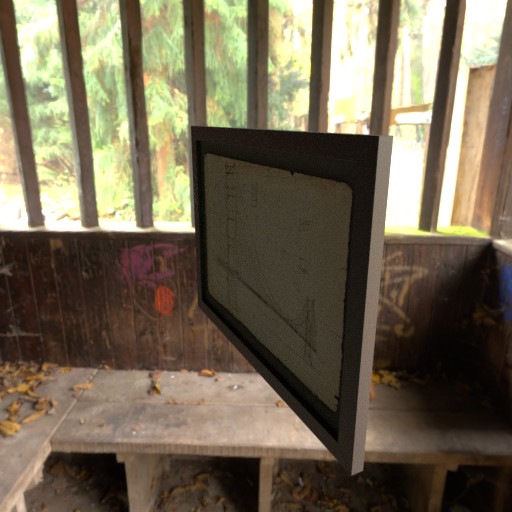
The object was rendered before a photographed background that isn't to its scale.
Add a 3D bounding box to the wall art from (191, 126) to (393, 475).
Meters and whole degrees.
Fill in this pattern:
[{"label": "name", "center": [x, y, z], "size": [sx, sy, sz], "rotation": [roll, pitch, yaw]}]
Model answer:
[{"label": "wall art", "center": [0.000, 0.000, 0.556], "size": [0.016, 0.306, 0.432], "rotation": [-8, 19, -25]}]
